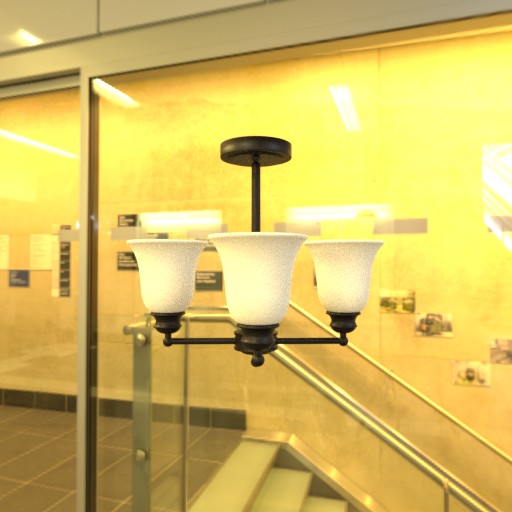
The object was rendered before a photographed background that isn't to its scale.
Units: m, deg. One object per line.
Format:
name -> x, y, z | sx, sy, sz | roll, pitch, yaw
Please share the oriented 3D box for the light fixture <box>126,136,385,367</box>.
light fixture -> 0.000, 0.000, 1.856 | 1.069, 0.925, 1.069 | 0, -1, -1
